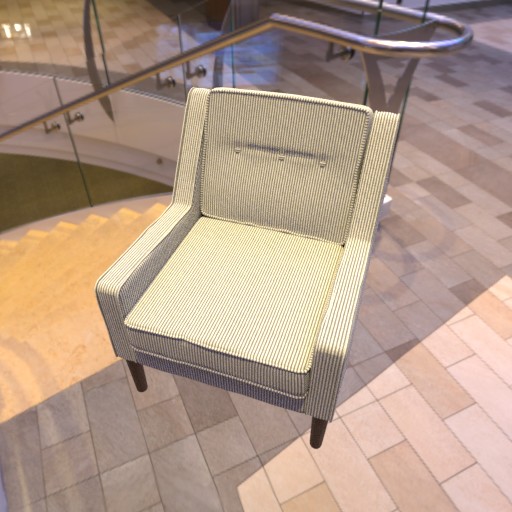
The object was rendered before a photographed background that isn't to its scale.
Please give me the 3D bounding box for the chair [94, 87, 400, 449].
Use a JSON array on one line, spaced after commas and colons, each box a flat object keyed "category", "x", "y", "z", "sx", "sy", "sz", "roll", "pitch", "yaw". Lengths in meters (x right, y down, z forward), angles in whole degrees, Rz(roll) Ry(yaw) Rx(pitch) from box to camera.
[{"category": "chair", "x": 0.000, "y": 0.000, "z": 1.345, "sx": 0.663, "sy": 0.792, "sz": 0.743, "roll": 13, "pitch": 43, "yaw": 14}]
